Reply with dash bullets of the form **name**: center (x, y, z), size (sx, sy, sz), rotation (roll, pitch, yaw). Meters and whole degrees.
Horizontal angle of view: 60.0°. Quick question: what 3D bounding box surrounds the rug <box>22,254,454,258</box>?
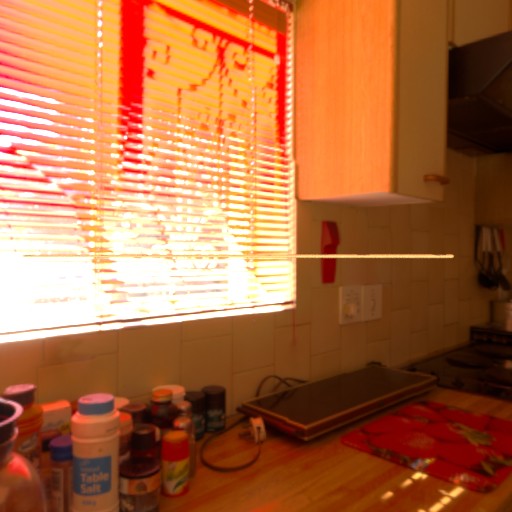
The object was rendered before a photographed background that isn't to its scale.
- **rug**: center (0.000, 0.000, 3.867), size (2.910, 0.021, 2.211), rotation (0, 0, 17)
